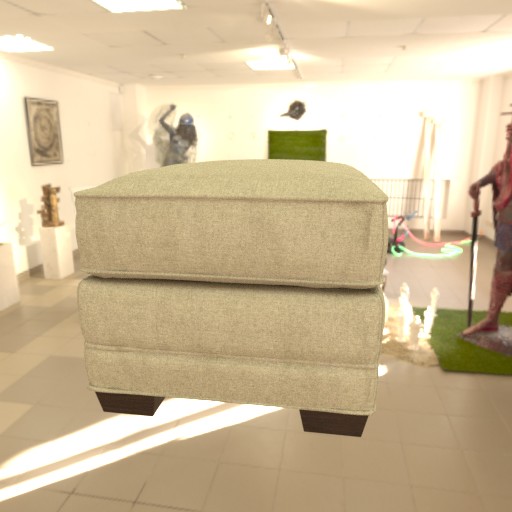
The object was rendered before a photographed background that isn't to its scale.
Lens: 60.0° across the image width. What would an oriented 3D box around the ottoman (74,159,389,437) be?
[{"bbox_3d":[0.000,0.000,1.213,0.611,0.508,0.848,2,15,9],"label":"ottoman"}]
